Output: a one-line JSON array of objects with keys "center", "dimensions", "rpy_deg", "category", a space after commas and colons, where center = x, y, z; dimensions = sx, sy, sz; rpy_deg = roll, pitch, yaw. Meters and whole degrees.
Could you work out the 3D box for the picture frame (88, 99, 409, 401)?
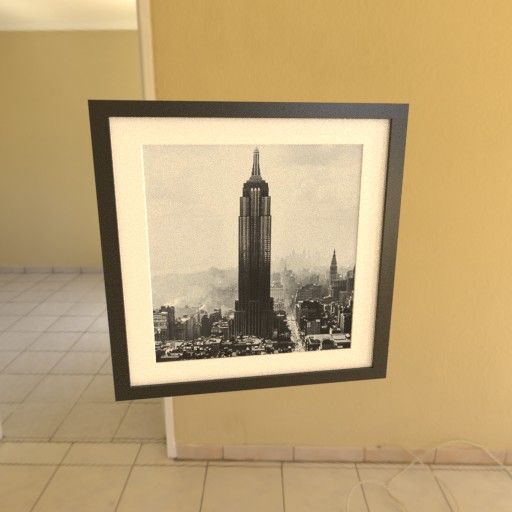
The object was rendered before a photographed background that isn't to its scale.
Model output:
[{"center": [0.000, 0.000, 0.848], "dimensions": [0.559, 0.557, 0.029], "rpy_deg": [-2, 15, -9], "category": "picture frame"}]
